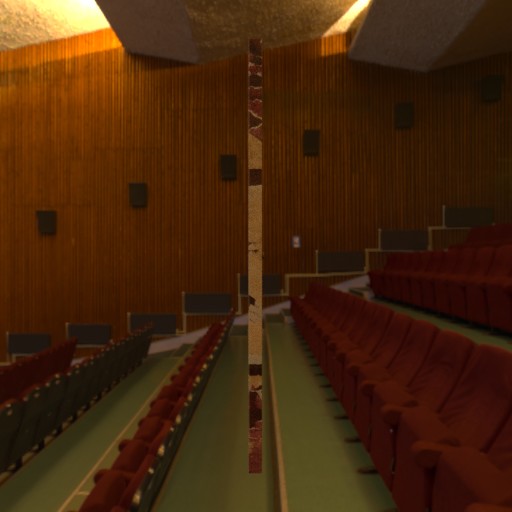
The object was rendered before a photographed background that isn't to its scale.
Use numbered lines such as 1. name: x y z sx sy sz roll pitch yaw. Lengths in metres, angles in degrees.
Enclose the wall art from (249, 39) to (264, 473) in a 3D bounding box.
1. wall art: 0.000 0.000 1.155 0.028 0.762 0.757 0 0 0
